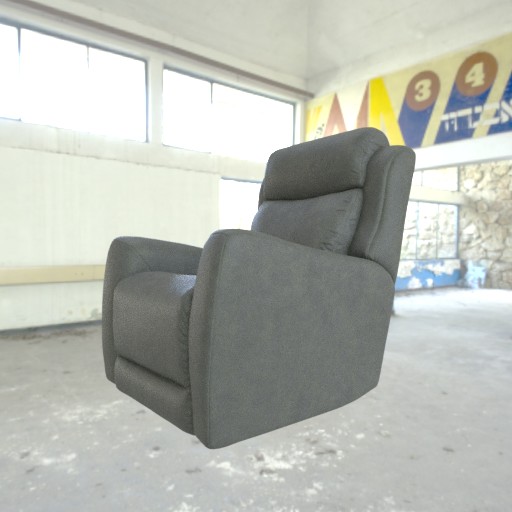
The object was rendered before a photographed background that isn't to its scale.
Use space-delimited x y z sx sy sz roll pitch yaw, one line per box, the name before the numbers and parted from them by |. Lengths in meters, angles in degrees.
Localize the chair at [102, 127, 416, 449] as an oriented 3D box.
chair | 0.000 0.000 1.907 1.068 1.116 0.967 -1 2 -37
